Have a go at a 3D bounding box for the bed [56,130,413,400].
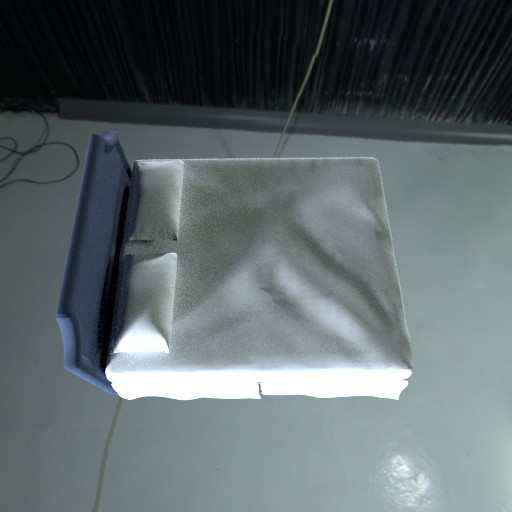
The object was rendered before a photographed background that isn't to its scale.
[{"bbox_3d":[0.000,0.000,4.048,2.773,1.488,2.350,-1,64,0],"label":"bed"}]
